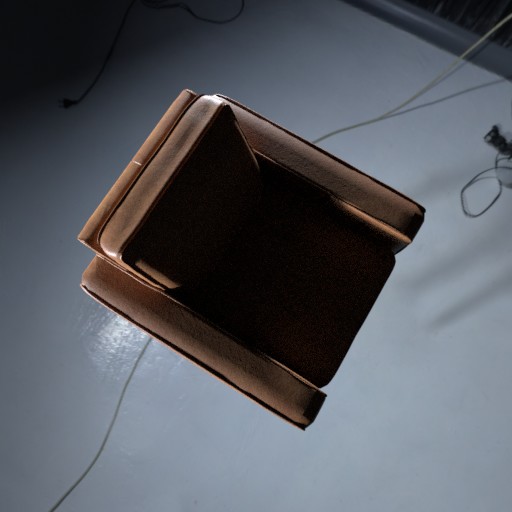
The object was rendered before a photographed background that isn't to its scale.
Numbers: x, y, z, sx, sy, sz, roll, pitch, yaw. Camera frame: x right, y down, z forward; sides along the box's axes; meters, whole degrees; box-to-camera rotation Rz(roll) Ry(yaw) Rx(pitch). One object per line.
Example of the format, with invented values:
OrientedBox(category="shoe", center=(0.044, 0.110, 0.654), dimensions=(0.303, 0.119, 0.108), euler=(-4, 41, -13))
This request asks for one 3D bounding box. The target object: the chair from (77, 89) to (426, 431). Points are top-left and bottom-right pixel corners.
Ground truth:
OrientedBox(category="chair", center=(0.000, 0.000, 1.785), dimensions=(1.027, 0.901, 0.987), euler=(28, 79, 6))
